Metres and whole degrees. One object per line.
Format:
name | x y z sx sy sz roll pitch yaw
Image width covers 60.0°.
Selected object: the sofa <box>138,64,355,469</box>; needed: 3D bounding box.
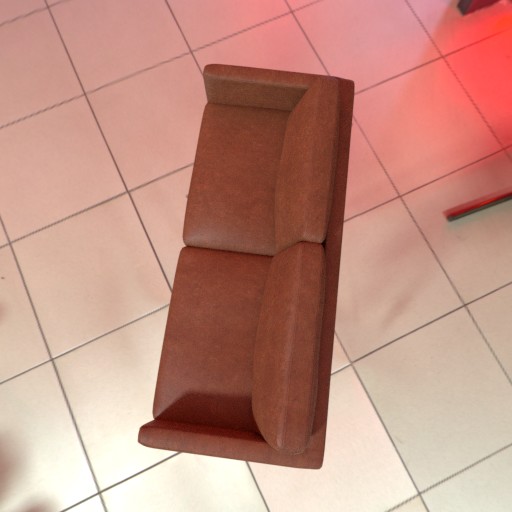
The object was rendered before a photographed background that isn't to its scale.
sofa | 0.000 0.000 2.700 0.950 0.932 2.204 7 76 2
